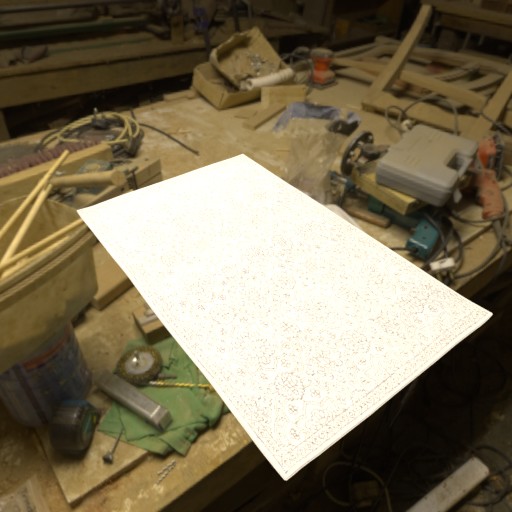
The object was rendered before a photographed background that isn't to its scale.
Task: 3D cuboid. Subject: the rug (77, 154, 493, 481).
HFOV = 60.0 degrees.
[{"bbox_3d":[0.000,0.000,2.890,1.518,0.023,2.434,-26,47,-27],"label":"rug"}]
